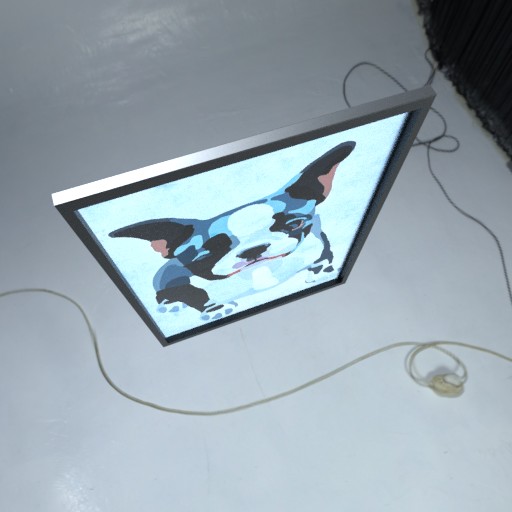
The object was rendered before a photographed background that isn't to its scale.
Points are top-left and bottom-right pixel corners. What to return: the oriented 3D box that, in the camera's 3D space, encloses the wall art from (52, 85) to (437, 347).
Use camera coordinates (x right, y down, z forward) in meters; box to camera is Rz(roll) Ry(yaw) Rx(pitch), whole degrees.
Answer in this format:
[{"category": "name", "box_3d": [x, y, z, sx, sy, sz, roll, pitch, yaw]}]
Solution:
[{"category": "wall art", "box_3d": [0.000, 0.000, 1.314, 0.774, 1.027, 0.030, -18, 66, -9]}]
